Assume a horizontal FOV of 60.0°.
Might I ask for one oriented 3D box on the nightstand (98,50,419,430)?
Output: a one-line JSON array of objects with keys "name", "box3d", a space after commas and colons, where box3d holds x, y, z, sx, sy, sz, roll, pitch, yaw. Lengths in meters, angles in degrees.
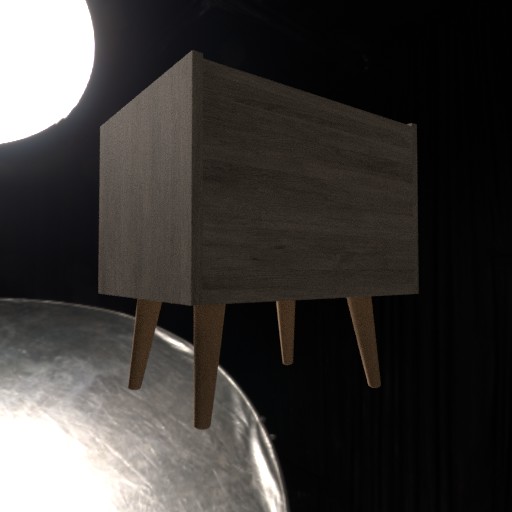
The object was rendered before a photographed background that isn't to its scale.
[{"name": "nightstand", "box3d": [0.000, 0.000, 0.845, 0.480, 0.500, 0.380, 1, -2, -36]}]
